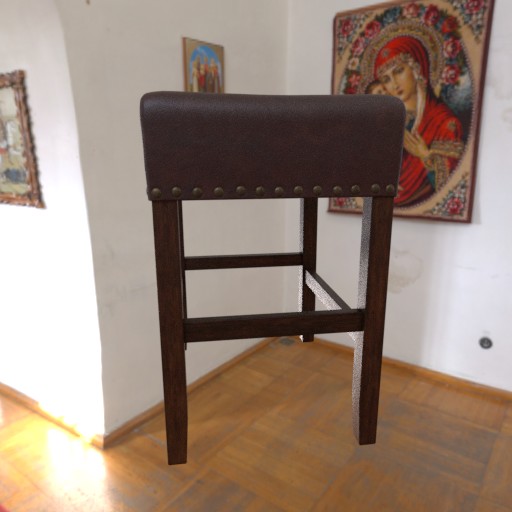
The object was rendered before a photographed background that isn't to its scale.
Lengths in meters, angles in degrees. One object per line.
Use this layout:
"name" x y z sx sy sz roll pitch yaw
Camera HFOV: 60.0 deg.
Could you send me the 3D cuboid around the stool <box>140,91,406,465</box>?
"stool" 0.000 0.000 0.925 0.397 0.608 0.465 -2 15 -8
